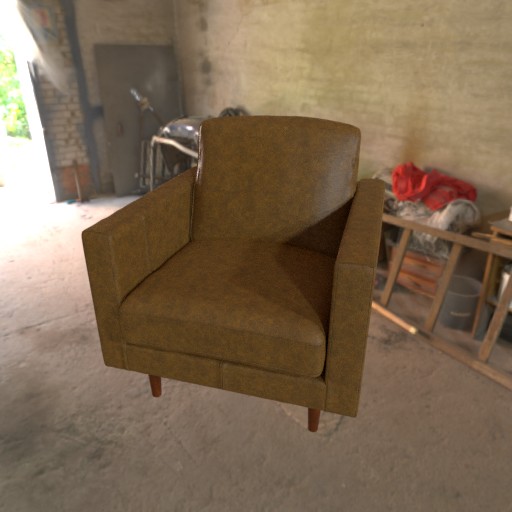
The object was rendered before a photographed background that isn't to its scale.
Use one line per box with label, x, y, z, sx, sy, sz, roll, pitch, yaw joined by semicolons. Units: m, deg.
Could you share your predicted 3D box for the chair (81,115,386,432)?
chair;0.000;0.000;1.695;0.890;0.956;0.909;7;26;15
